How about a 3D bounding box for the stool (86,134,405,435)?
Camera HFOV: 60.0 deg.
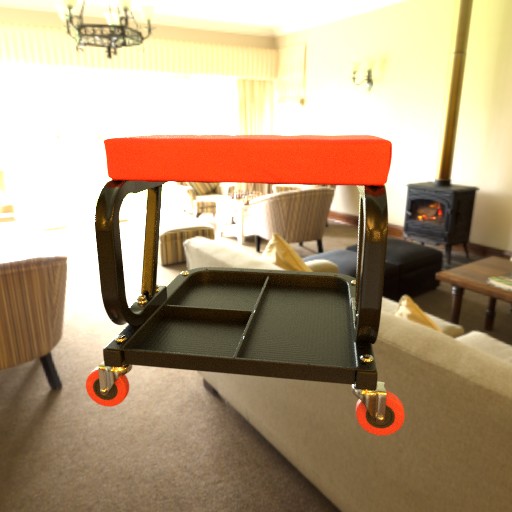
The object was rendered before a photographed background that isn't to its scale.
[{"bbox_3d":[0.000,0.000,0.723,0.446,0.380,0.371,3,17,9],"label":"stool"}]
